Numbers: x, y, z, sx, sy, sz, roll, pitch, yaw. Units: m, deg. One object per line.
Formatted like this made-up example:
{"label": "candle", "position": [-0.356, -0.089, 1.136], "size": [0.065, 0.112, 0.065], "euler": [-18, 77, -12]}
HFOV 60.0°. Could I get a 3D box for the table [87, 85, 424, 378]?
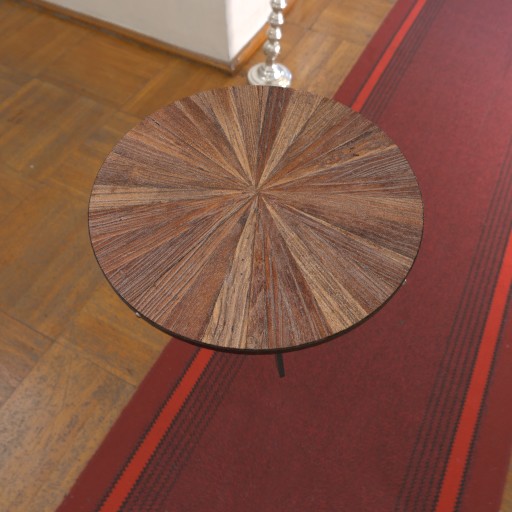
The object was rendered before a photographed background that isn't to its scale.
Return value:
{"label": "table", "position": [0.000, 0.000, 1.465], "size": [0.885, 0.658, 0.885], "euler": [0, 58, 0]}
